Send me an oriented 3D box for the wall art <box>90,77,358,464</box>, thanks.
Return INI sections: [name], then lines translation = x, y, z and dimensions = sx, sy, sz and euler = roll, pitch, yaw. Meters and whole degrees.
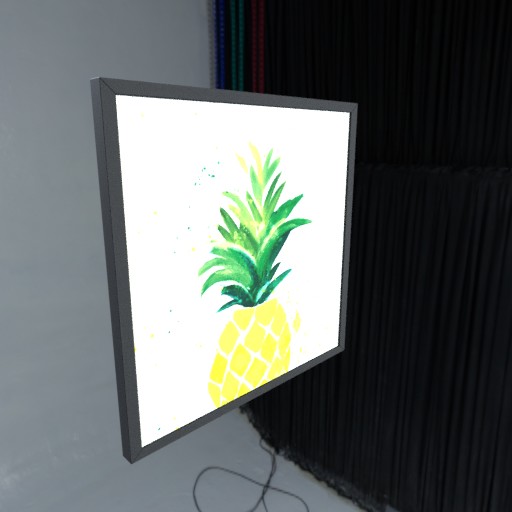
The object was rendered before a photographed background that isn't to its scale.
[wall art]
translation = 0.000, 0.000, 1.103
dimensions = 0.762, 0.760, 0.037
euler = -14, 20, -42
